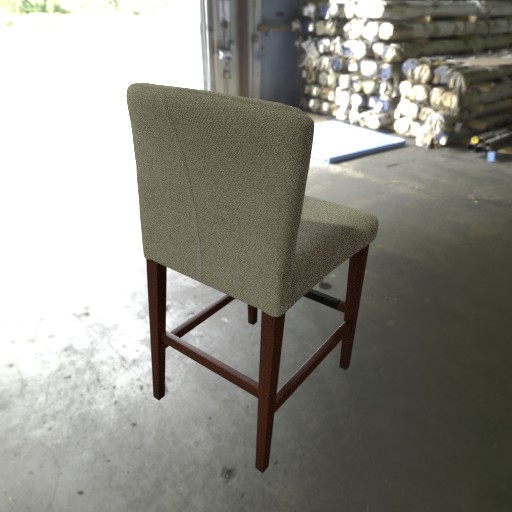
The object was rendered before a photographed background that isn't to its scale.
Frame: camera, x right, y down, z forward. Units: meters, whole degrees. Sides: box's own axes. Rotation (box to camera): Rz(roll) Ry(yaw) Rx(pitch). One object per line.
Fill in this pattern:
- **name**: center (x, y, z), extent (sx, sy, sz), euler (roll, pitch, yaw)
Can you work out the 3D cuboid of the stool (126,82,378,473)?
- **stool**: center (0.000, 0.000, 1.250), extent (0.481, 0.969, 0.568), euler (21, 36, 32)
